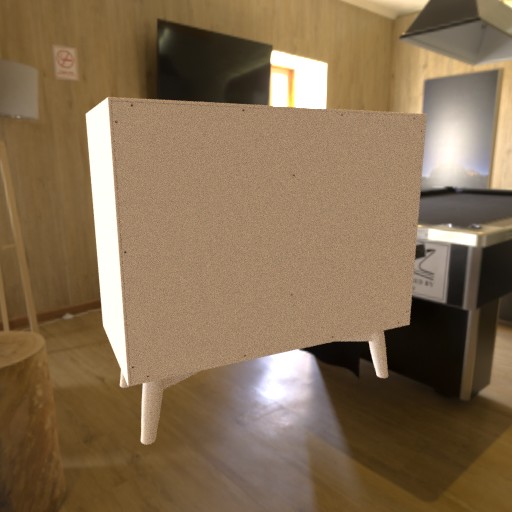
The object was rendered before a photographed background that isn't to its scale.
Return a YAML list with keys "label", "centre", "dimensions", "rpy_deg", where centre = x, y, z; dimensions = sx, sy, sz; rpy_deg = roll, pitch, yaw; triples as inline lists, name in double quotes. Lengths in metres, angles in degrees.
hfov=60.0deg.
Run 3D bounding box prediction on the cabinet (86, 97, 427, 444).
- label: "cabinet"
  centre: [0.000, 0.000, 1.243]
  dimensions: [0.800, 0.761, 0.398]
  rpy_deg: [-6, 14, -25]
